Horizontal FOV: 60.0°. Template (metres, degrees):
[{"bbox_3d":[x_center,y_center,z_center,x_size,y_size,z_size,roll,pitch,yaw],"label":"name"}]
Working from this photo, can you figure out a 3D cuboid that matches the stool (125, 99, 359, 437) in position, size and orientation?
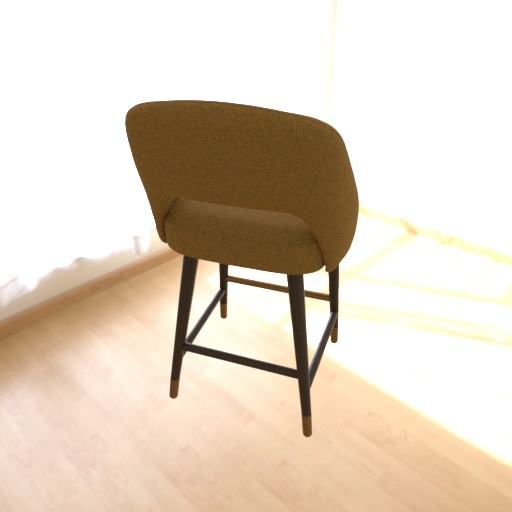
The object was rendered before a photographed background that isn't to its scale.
[{"bbox_3d":[0.000,0.000,1.254,0.536,0.939,0.522,10,32,16],"label":"stool"}]
